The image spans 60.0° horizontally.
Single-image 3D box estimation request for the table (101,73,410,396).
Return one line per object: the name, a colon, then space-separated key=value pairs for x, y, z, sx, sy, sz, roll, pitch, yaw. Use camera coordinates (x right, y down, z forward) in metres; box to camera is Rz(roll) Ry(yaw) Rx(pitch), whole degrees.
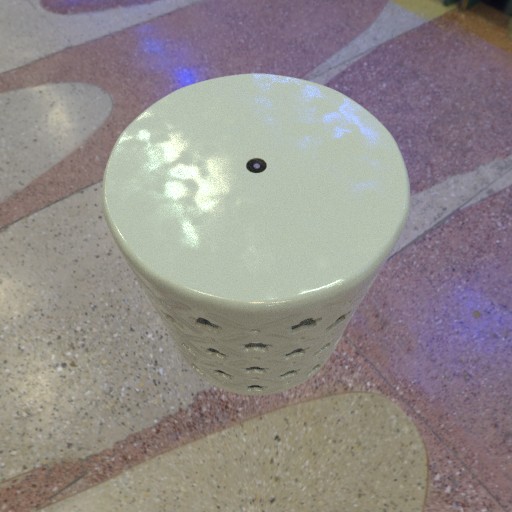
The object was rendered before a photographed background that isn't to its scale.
table: x=0.000 y=0.000 z=0.664 sx=0.352 sy=0.387 sz=0.352 roll=0 pitch=58 yaw=0
